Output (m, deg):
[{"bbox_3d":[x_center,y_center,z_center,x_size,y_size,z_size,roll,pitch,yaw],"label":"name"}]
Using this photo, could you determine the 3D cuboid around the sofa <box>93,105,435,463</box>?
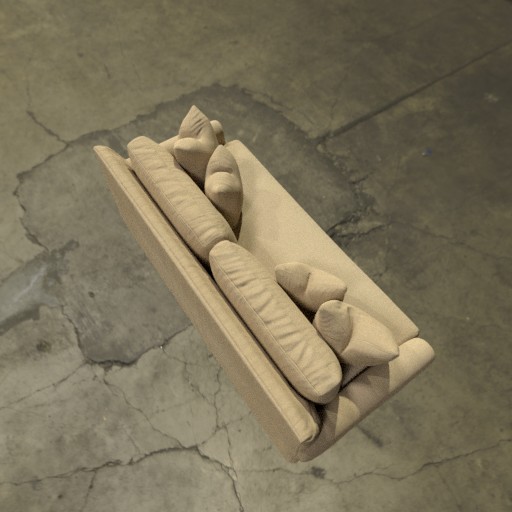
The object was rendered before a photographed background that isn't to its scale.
[{"bbox_3d":[0.000,0.000,2.829,1.067,0.904,2.285,-31,64,-17],"label":"sofa"}]
